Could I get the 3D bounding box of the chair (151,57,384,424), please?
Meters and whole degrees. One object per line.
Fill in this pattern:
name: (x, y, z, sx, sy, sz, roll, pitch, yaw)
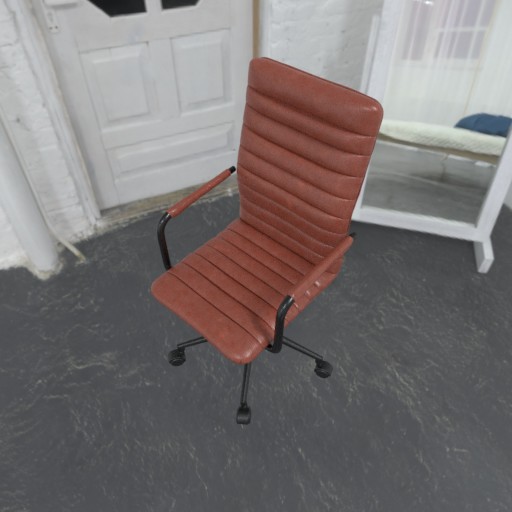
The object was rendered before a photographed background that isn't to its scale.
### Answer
chair: (0.000, 0.000, 1.357, 0.608, 0.979, 0.580, 33, 55, 27)
